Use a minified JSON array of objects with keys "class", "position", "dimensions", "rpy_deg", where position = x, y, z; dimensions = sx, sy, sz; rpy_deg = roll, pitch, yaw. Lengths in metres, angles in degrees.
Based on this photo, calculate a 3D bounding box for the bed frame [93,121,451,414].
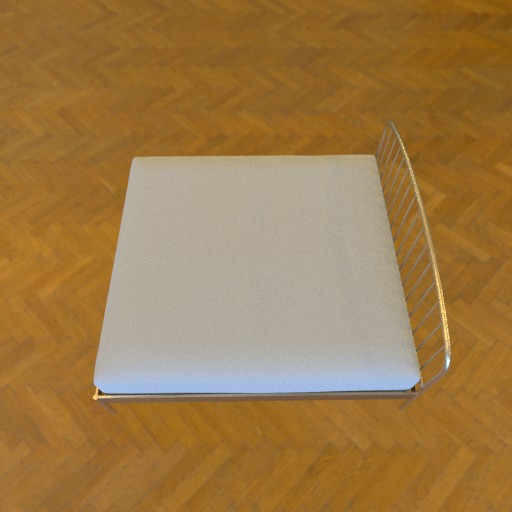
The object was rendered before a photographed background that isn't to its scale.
[{"class":"bed frame","position":[0.000,0.000,3.314],"dimensions":[2.152,1.174,2.016],"rpy_deg":[-1,59,0]}]
